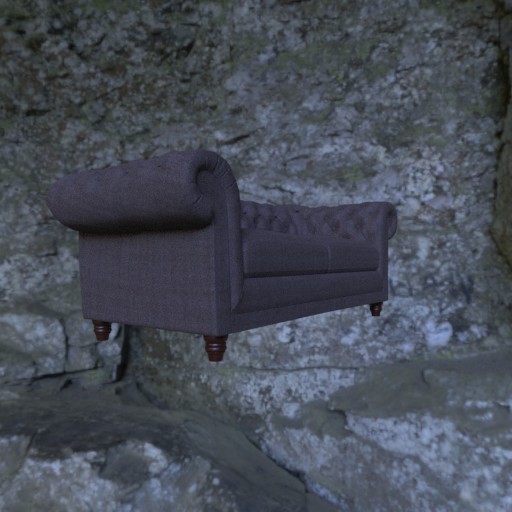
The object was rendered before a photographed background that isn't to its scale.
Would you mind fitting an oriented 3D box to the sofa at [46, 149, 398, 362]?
[{"bbox_3d":[0.000,0.000,2.503,0.944,0.780,2.048,0,0,36],"label":"sofa"}]
